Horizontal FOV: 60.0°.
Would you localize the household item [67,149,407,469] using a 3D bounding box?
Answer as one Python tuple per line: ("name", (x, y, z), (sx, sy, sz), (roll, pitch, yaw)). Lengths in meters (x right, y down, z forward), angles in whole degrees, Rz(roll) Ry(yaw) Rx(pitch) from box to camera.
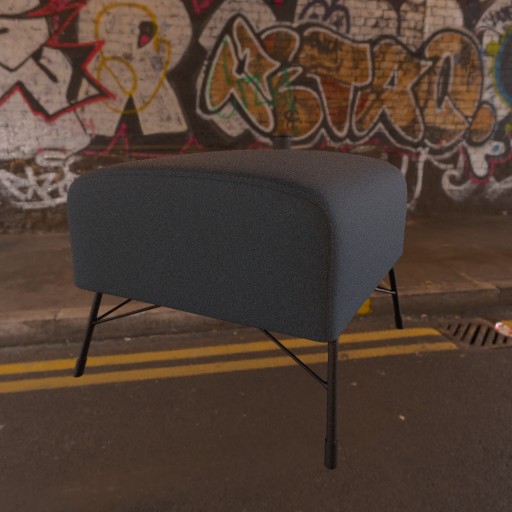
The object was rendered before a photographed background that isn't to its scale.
("household item", (0.000, 0.000, 0.905), (0.530, 0.420, 0.530), (8, 18, 27))
